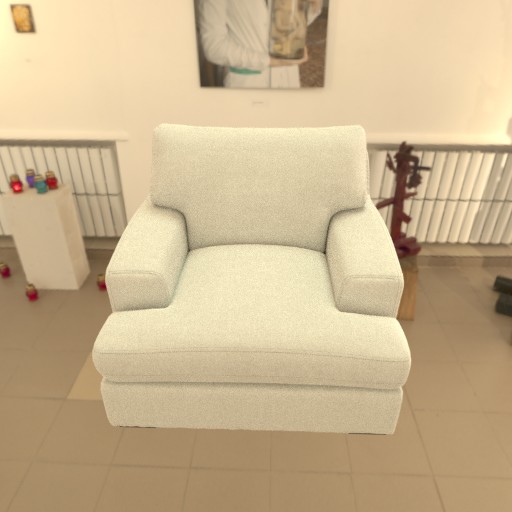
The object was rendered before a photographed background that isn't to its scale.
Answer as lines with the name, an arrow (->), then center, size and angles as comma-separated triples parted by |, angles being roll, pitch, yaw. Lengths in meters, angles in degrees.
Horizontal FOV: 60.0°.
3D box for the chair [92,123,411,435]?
chair -> 0.000, 0.000, 1.917 | 1.140, 0.930, 1.158 | 1, 31, 2
